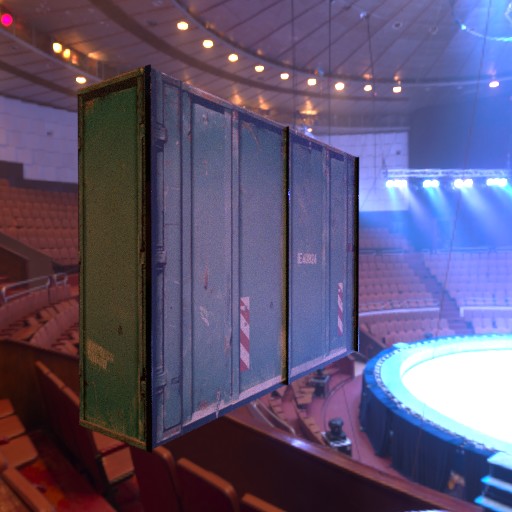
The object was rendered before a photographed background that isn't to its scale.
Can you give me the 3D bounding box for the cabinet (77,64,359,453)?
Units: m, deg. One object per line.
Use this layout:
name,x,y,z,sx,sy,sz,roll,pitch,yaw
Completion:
cabinet,0.000,0.000,3.881,0.680,2.160,3.001,1,1,35
